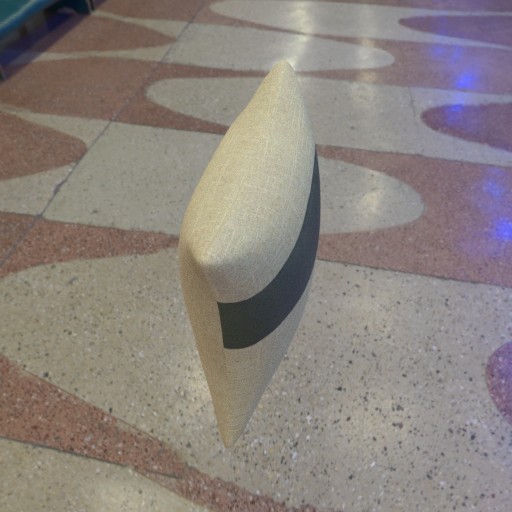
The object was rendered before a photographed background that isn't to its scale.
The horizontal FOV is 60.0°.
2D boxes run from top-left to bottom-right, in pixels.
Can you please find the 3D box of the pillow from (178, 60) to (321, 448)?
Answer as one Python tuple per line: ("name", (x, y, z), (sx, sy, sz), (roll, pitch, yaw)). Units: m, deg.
("pillow", (0.000, 0.000, 0.640), (0.173, 0.399, 0.414), (9, 46, 8))
